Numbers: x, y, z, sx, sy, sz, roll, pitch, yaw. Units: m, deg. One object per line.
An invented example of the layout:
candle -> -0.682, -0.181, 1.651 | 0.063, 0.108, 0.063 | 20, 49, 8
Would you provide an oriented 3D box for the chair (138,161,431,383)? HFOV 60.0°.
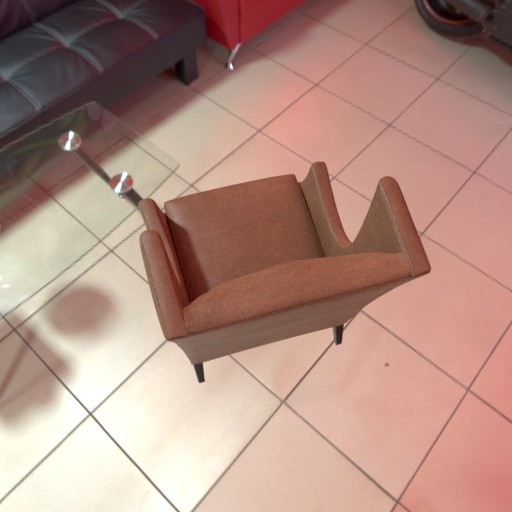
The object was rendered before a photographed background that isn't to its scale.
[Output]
chair -> 0.000, 0.000, 1.758 | 0.815, 1.088, 0.913 | -14, 60, -8
